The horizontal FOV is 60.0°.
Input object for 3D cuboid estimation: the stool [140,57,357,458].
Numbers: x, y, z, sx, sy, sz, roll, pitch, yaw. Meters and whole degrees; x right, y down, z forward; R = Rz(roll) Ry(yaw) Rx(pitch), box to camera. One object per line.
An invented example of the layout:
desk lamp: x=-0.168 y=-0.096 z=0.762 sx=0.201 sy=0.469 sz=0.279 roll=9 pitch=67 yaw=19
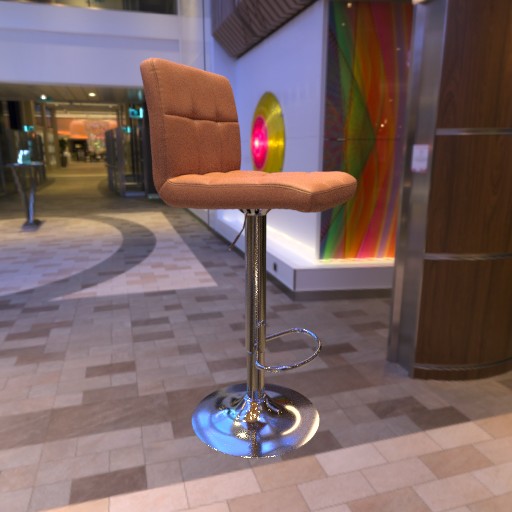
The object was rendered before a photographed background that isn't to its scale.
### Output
stool: x=0.000 y=0.000 z=1.359 sx=0.505 sy=1.115 sz=0.430 roll=7 pitch=15 yaw=26
